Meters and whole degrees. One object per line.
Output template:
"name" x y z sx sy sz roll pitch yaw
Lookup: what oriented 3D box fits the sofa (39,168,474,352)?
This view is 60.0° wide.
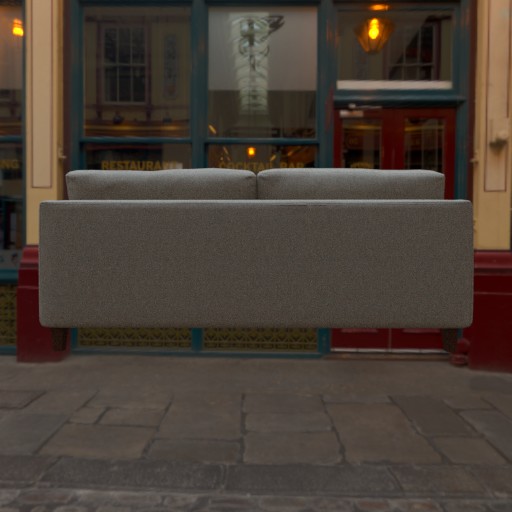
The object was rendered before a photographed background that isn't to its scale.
"sofa" 0.000 0.000 2.681 2.208 0.963 0.956 0 0 1
